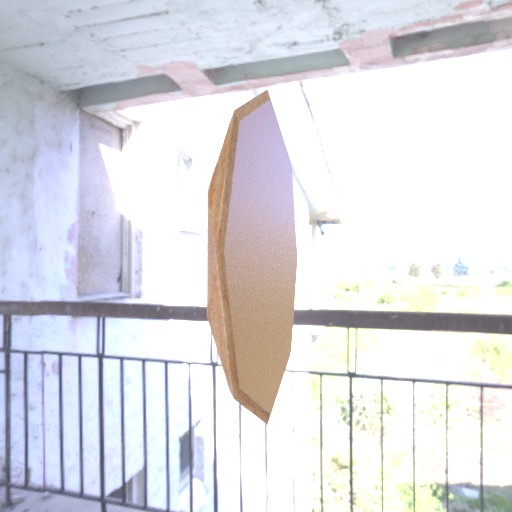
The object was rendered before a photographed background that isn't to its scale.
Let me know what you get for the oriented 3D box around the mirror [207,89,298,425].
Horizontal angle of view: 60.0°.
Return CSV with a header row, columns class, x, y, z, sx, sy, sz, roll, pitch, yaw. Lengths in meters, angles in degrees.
class,x,y,z,sx,sy,sz,roll,pitch,yaw
mirror,0.000,0.000,1.032,0.070,0.774,0.577,0,-1,19
